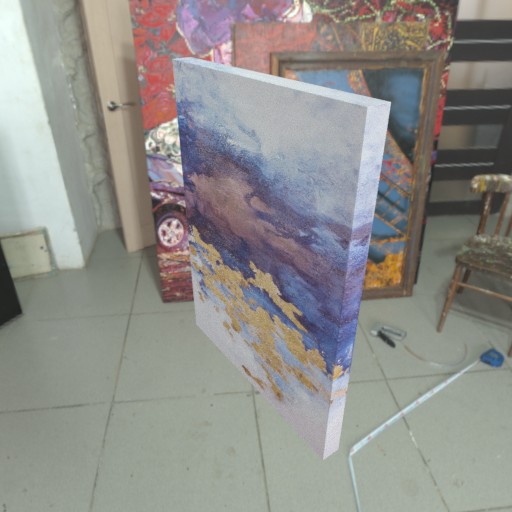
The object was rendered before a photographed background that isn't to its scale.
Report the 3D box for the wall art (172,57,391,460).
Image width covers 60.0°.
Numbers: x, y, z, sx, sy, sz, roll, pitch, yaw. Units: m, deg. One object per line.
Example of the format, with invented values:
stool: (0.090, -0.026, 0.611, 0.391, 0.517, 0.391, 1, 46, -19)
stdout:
wall art: (0.000, 0.000, 0.759, 0.036, 0.581, 0.437, -20, 37, -30)
